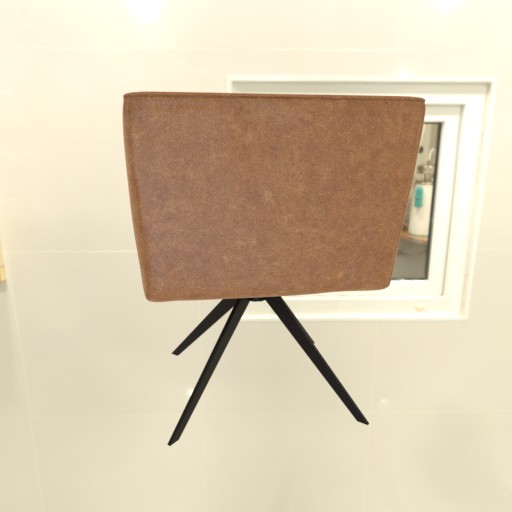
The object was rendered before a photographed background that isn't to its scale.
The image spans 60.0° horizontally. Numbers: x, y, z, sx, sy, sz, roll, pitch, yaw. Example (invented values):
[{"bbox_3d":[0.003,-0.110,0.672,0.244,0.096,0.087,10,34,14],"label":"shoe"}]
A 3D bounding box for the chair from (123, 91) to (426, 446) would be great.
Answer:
[{"bbox_3d":[0.000,0.000,1.193,0.588,0.760,0.625,-2,14,-9],"label":"chair"}]
